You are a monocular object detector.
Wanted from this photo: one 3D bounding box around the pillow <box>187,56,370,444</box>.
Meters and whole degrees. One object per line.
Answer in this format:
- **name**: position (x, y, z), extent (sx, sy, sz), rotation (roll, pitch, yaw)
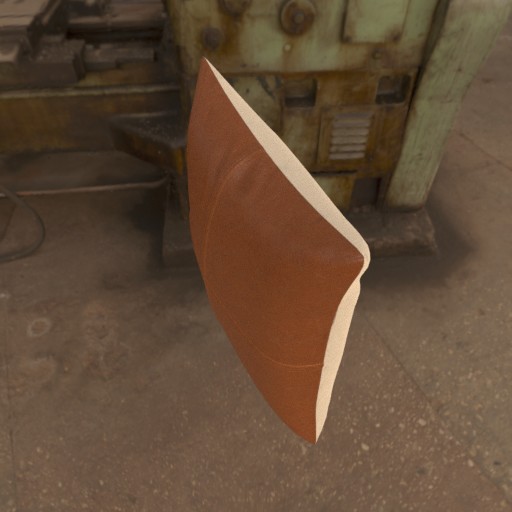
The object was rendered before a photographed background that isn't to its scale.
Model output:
- **pillow**: position (0.000, 0.000, 0.749), extent (0.192, 0.477, 0.501), rotation (-17, 49, -15)
